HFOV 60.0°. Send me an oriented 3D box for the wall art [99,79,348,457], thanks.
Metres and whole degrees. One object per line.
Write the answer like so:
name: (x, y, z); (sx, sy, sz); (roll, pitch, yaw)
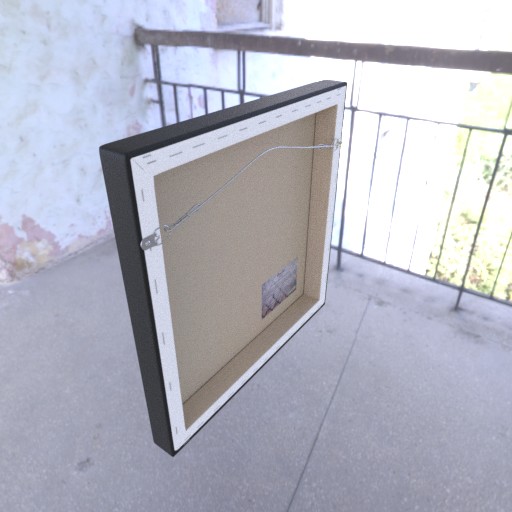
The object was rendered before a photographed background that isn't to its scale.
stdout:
wall art: (0.000, 0.000, 0.617); (0.041, 0.407, 0.406); (21, 37, 31)
